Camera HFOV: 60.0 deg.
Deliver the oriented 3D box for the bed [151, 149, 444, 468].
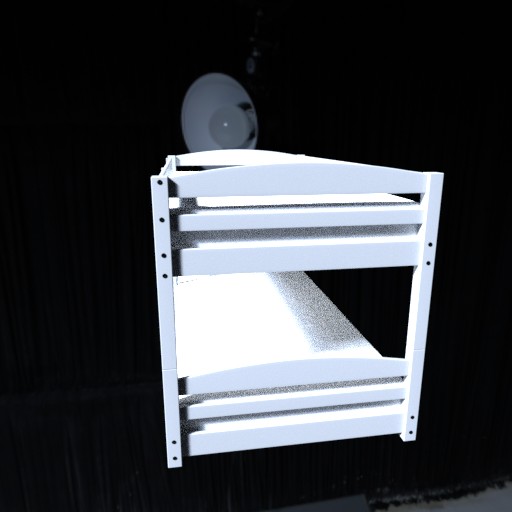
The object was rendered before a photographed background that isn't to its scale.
[{"bbox_3d":[0.000,0.000,2.677,1.105,1.206,2.013,-2,15,-9],"label":"bed"}]
